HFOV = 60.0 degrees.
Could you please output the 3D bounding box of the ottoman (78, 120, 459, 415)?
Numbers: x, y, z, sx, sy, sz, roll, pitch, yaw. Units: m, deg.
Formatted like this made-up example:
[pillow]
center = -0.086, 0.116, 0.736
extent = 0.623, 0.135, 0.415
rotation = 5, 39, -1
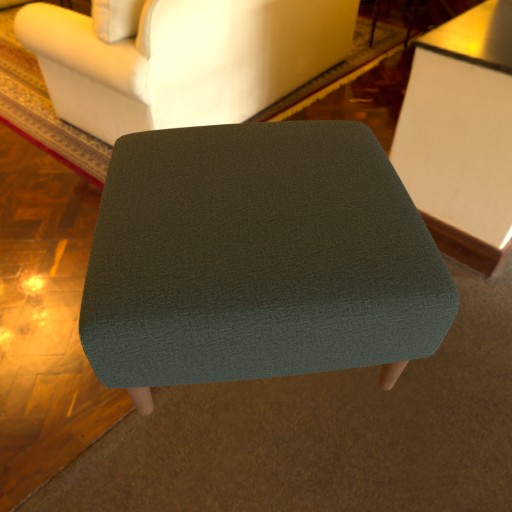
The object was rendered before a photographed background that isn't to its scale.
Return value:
[ottoman]
center = 0.000, 0.000, 1.051
extent = 0.650, 0.398, 0.649
rotation = -4, 46, -4
